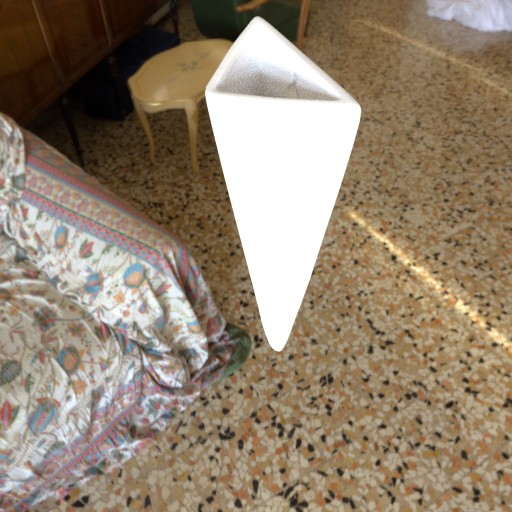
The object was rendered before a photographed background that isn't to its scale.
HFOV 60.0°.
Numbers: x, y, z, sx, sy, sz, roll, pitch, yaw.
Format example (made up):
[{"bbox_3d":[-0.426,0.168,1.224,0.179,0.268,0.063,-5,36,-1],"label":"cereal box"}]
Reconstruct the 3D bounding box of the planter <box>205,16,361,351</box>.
[{"bbox_3d":[0.000,0.000,0.386,0.065,0.338,0.143,-16,49,-15],"label":"planter"}]
